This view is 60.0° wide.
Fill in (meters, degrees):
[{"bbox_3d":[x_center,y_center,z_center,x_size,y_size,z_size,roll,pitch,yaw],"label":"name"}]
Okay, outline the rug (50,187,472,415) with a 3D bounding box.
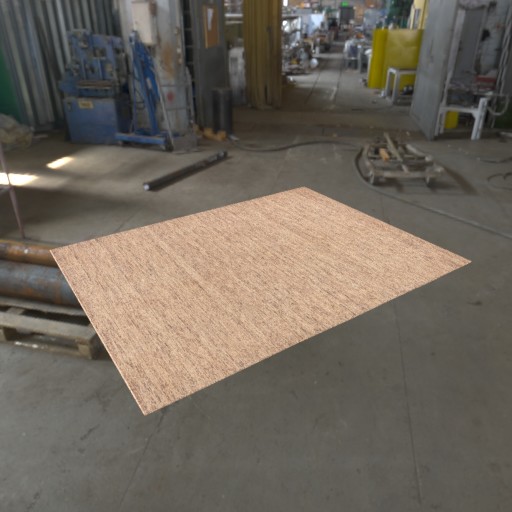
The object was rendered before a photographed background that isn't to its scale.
[{"bbox_3d":[0.000,0.000,4.226,3.205,0.013,2.448,-18,34,-29],"label":"rug"}]
